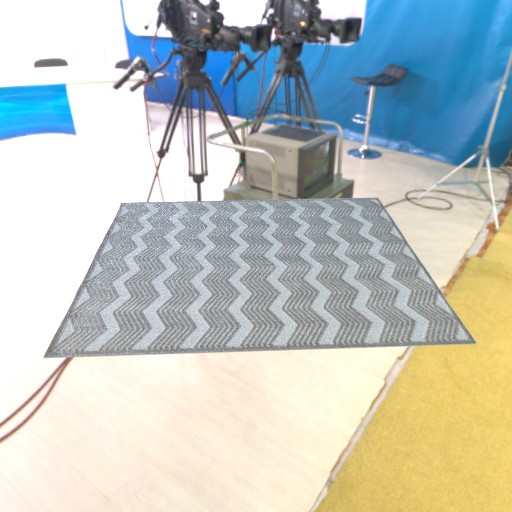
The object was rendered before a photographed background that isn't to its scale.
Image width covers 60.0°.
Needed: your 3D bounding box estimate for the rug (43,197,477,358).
[{"bbox_3d":[0.000,0.000,3.944,2.880,0.005,2.391,-1,32,-2],"label":"rug"}]
